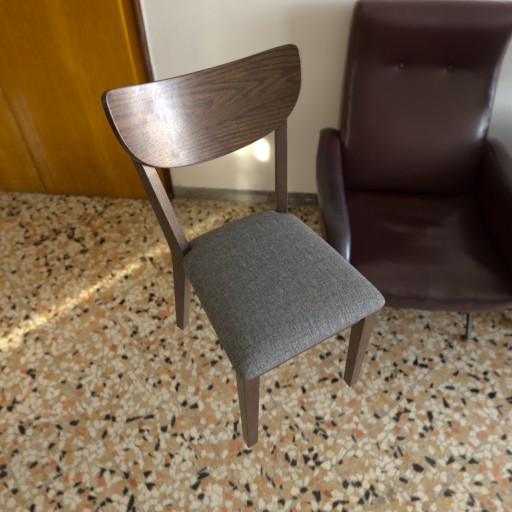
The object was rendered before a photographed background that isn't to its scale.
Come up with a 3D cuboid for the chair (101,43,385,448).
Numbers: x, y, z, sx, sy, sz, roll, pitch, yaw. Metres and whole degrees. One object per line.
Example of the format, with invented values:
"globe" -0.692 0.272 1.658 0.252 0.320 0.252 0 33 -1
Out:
"chair" 0.000 0.000 1.173 0.491 0.849 0.583 -24 52 -20
